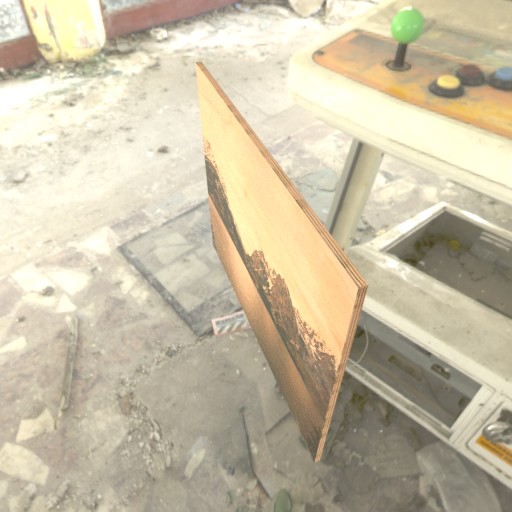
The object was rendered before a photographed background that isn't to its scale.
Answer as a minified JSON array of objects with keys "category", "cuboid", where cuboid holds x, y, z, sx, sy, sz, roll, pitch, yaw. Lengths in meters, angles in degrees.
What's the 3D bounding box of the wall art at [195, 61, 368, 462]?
[{"category":"wall art","cuboid":[0.000,0.000,0.692,0.010,0.408,0.508,-16,48,-15]}]
